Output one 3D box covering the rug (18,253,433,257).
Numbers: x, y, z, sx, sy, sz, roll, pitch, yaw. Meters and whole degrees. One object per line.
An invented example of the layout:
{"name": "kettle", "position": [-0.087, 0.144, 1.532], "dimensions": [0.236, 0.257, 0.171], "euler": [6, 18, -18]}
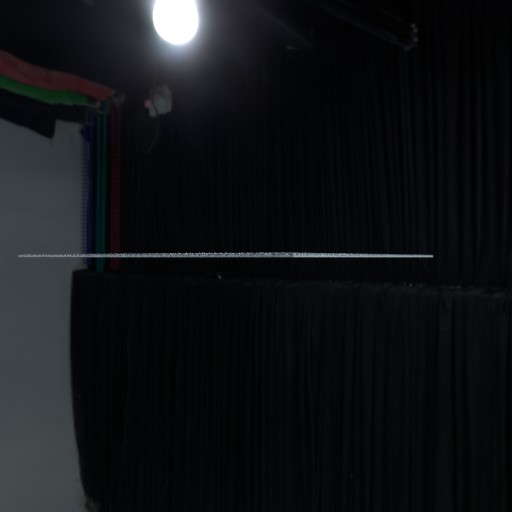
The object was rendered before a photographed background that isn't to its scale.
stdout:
{"name": "rug", "position": [0.000, 0.000, 4.052], "dimensions": [2.456, 0.021, 3.042], "euler": [0, 0, 34]}
